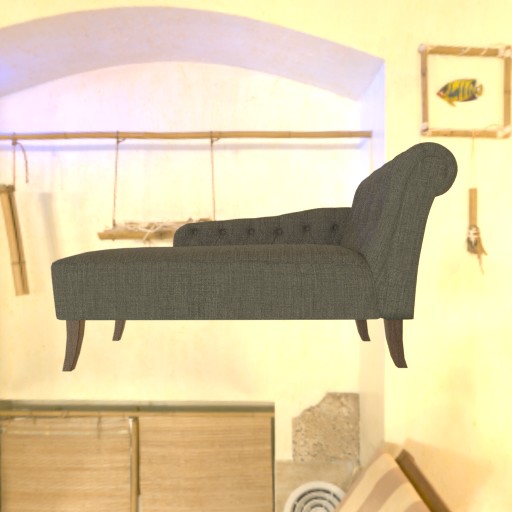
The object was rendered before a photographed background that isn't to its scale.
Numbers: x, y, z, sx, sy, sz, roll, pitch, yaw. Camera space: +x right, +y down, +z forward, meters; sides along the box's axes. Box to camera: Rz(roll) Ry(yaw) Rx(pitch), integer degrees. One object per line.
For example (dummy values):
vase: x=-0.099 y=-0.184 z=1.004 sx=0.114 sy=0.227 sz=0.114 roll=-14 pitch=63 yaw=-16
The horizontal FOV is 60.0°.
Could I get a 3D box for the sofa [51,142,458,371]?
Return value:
sofa: x=0.000 y=0.000 z=1.806 sx=1.379 sy=0.787 sz=0.675 roll=0 pitch=0 yaw=-1
